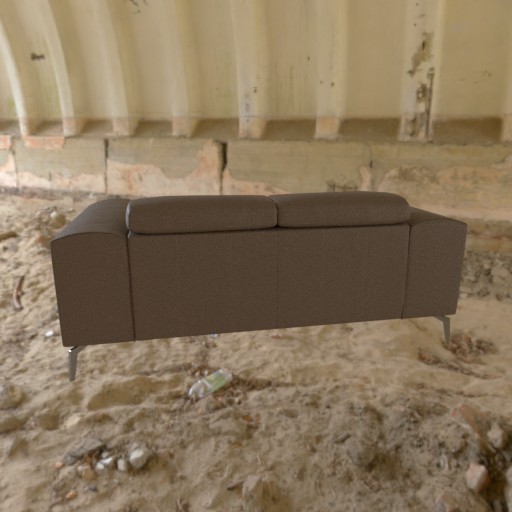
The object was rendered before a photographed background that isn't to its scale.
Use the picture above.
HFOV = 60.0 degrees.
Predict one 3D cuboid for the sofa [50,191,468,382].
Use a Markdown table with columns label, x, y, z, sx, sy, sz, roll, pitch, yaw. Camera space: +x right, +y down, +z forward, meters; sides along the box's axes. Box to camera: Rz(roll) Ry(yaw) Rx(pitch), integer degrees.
| label | x | y | z | sx | sy | sz | roll | pitch | yaw |
| --- | --- | --- | --- | --- | --- | --- | --- | --- | --- |
| sofa | 0.000 | 0.000 | 2.452 | 1.895 | 0.779 | 1.003 | -3 | 16 | -11 |
